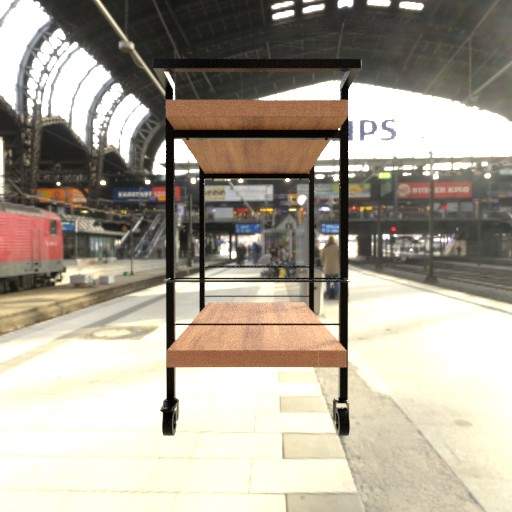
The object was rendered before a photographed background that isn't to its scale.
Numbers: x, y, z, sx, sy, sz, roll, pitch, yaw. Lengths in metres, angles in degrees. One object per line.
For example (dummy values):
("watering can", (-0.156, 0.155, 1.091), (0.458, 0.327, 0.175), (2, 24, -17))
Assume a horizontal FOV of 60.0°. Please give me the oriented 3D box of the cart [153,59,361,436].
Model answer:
("cart", (0.000, 0.000, 1.249), (0.406, 0.762, 0.806), (0, 1, 0))
